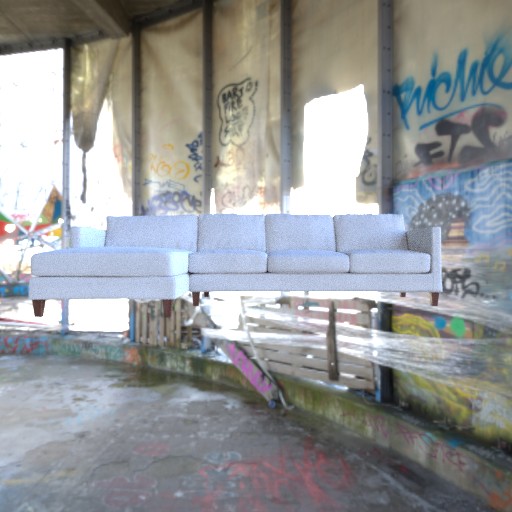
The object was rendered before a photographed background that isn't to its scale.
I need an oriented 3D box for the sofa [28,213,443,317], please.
[{"bbox_3d":[0.000,0.000,3.887,3.186,0.861,1.625,0,0,0],"label":"sofa"}]
